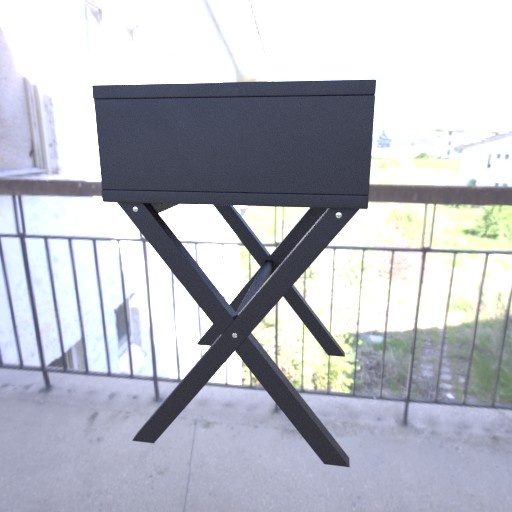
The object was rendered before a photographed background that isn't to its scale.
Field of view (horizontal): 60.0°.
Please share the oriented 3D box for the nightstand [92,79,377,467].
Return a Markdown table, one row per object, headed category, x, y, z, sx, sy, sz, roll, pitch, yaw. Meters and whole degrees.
| category | x | y | z | sx | sy | sz | roll | pitch | yaw |
| --- | --- | --- | --- | --- | --- | --- | --- | --- | --- |
| nightstand | 0.000 | 0.000 | 0.918 | 0.402 | 0.623 | 0.479 | 3 | 15 | 10 |
